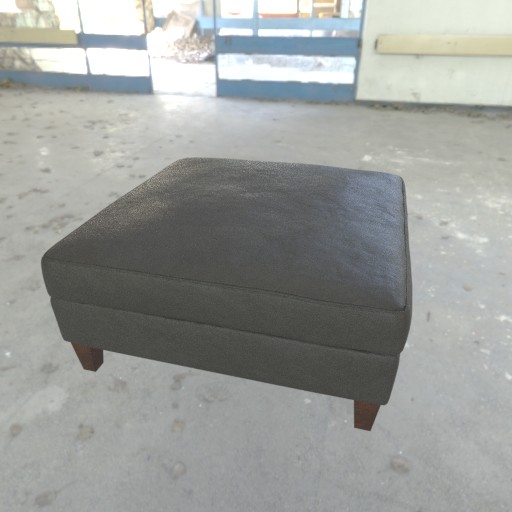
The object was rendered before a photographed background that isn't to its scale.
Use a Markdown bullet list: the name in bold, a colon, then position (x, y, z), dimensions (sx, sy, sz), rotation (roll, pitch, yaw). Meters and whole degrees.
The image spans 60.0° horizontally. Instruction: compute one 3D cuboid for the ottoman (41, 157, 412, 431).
- **ottoman**: position (0.000, 0.000, 1.325), dimensions (0.844, 0.415, 0.836), rotation (8, 30, 13)
